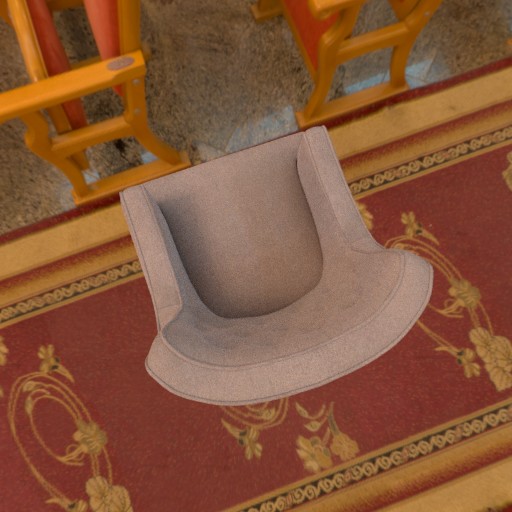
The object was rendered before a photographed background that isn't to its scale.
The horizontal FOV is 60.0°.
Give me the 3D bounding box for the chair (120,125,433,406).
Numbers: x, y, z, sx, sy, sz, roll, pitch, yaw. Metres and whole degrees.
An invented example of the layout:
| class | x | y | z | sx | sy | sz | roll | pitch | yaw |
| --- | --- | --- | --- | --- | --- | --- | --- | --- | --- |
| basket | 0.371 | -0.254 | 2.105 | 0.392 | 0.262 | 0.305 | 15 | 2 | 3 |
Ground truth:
| class | x | y | z | sx | sy | sz | roll | pitch | yaw |
| --- | --- | --- | --- | --- | --- | --- | --- | --- | --- |
| chair | 0.000 | 0.000 | 1.591 | 0.781 | 0.919 | 0.910 | -19 | 77 | -4 |
